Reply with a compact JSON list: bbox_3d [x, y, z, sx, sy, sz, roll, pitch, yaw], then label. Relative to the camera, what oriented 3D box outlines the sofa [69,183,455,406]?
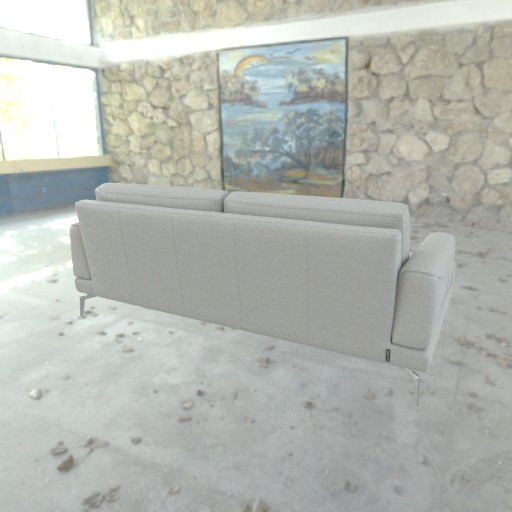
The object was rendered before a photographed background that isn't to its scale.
[{"bbox_3d":[0.000,0.000,2.402,1.940,0.765,0.974,8,17,27],"label":"sofa"}]
